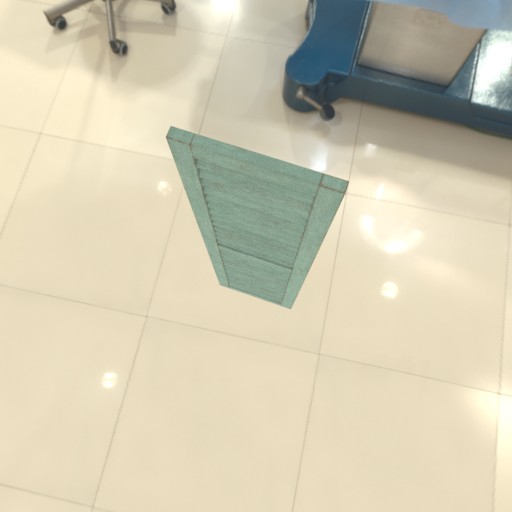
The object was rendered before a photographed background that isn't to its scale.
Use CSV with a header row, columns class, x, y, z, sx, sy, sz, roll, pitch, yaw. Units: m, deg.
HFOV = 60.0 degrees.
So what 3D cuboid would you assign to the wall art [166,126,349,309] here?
class,x,y,z,sx,sy,sz,roll,pitch,yaw
wall art,0.000,0.000,1.354,0.329,1.219,0.025,18,75,5
